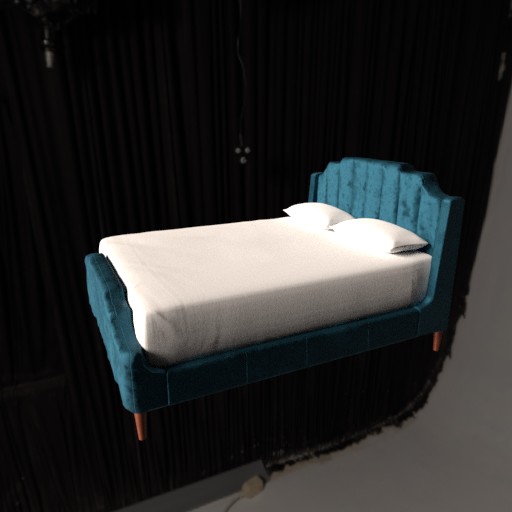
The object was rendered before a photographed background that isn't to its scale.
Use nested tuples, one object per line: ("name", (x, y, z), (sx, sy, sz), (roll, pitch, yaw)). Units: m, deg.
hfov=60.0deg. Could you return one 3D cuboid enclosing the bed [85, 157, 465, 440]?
("bed", (0.000, 0.000, 3.330), (2.322, 1.338, 1.678), (-8, 19, -25))
